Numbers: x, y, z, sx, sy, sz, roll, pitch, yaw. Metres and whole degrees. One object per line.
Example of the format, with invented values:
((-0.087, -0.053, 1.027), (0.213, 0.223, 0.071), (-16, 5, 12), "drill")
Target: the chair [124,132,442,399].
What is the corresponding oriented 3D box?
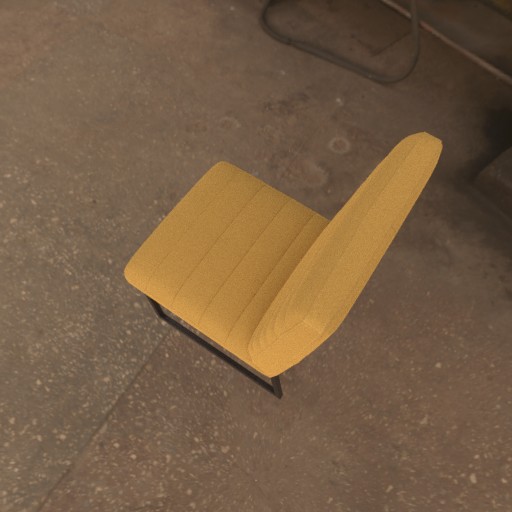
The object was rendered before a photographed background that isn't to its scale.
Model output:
((0.000, 0.000, 1.305), (0.634, 0.930, 0.520), (31, 67, 14), "chair")
